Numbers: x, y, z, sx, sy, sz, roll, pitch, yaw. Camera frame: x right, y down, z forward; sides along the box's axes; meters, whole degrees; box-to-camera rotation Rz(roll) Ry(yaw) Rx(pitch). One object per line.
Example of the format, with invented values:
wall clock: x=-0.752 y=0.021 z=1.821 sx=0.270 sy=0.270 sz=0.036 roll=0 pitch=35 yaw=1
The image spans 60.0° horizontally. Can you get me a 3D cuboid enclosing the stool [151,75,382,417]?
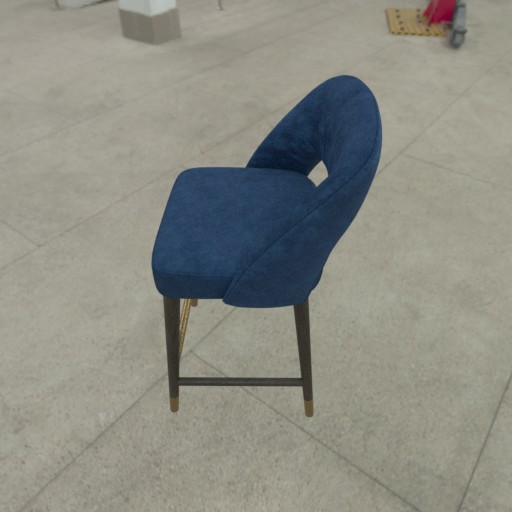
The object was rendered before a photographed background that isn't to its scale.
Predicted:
stool: x=0.000 y=0.000 z=1.250 sx=0.524 sy=0.925 sz=0.536 roll=1 pitch=42 yaw=2
